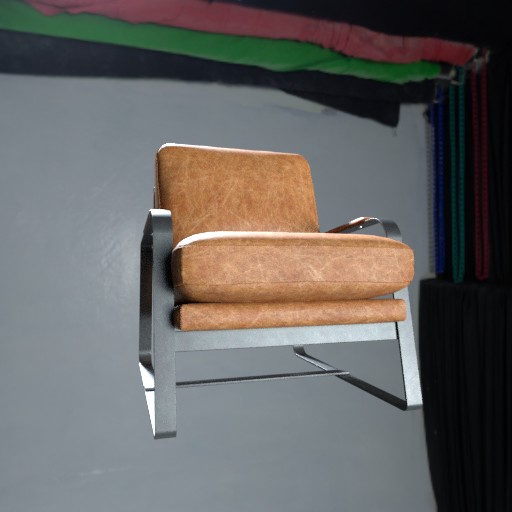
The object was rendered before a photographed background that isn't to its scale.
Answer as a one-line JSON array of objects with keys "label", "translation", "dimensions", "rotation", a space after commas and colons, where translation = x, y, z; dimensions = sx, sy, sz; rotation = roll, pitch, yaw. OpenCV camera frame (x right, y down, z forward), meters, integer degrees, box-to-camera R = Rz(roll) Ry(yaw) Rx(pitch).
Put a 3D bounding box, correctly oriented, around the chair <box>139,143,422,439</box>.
[{"label": "chair", "translation": [0.000, 0.000, 1.337], "dimensions": [0.651, 0.777, 0.801], "rotation": [0, -1, -17]}]
